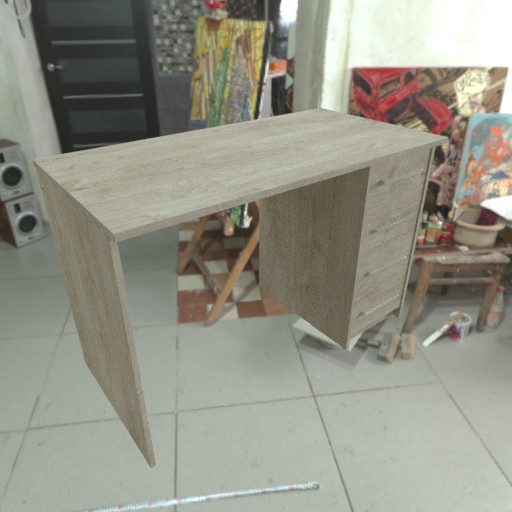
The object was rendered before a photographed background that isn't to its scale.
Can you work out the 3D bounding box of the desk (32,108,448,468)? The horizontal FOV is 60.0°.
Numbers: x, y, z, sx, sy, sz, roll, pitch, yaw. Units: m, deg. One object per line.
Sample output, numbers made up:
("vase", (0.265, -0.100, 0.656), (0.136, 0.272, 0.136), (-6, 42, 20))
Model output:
("desk", (0.000, 0.000, 1.475), (1.096, 0.730, 0.560), (-21, 36, -32))
